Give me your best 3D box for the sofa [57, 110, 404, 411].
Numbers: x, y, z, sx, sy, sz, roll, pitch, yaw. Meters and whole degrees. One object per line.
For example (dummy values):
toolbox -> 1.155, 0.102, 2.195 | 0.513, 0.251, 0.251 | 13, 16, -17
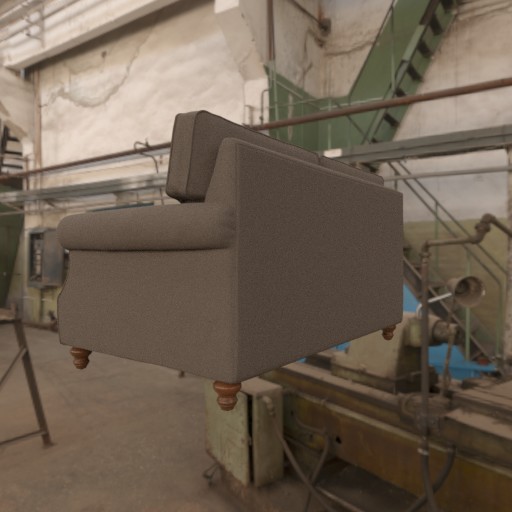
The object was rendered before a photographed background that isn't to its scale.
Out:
sofa -> 0.000, 0.000, 2.152 | 0.964, 0.937, 1.665 | 0, 1, 37
